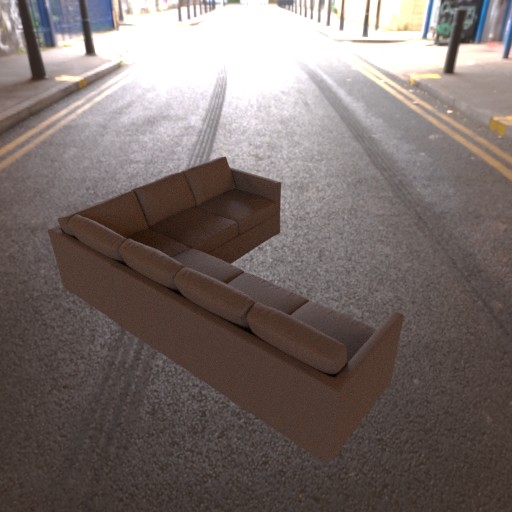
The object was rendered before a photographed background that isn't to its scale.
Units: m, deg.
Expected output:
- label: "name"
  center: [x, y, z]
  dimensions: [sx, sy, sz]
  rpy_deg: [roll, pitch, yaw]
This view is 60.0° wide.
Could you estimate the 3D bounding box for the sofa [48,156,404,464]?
- label: "sofa"
  center: [0.000, 0.000, 4.286]
  dimensions: [3.182, 0.871, 2.432]
  rpy_deg: [22, 37, 33]
